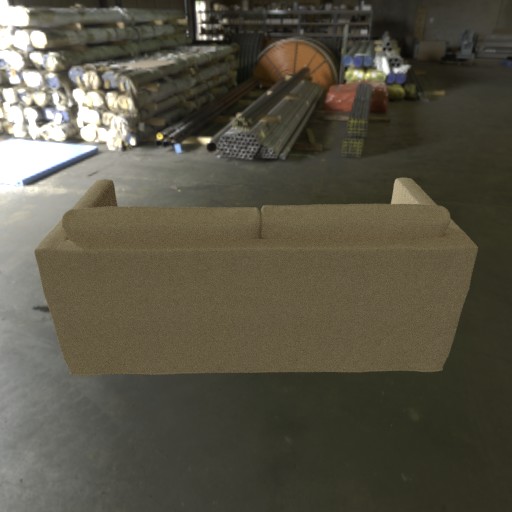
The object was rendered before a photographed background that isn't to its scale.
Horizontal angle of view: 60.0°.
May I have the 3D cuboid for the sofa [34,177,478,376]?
[{"bbox_3d":[0.000,0.000,2.449,1.959,0.835,0.962,0,29,-1],"label":"sofa"}]
